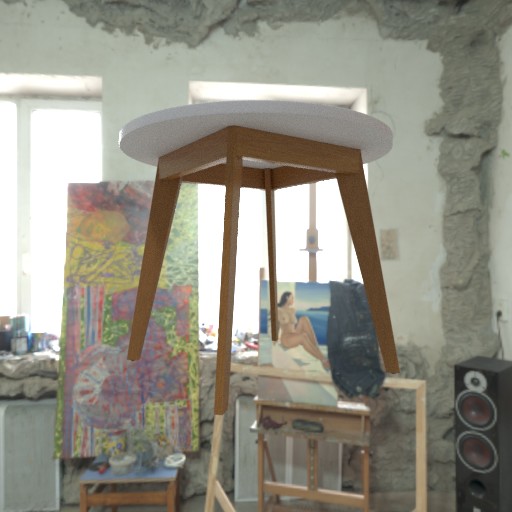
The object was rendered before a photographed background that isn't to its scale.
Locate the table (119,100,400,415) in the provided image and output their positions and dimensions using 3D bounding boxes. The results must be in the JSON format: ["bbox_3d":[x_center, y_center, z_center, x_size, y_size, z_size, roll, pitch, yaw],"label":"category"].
[{"bbox_3d":[0.000,0.000,1.522,0.896,0.762,0.896,0,0,0],"label":"table"}]
